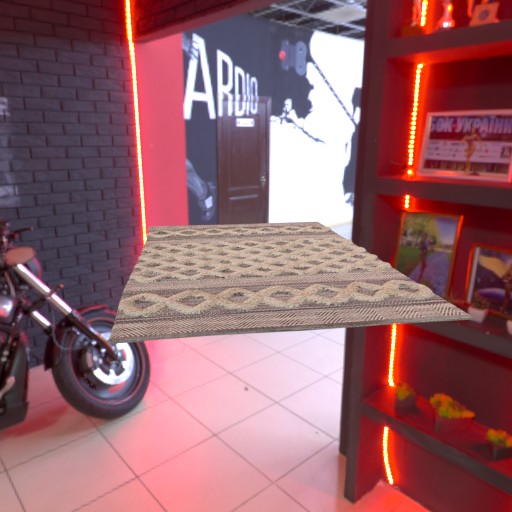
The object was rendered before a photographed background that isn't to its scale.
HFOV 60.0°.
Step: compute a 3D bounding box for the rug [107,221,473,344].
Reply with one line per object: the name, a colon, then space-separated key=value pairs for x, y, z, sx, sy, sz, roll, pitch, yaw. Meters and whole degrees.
rug: x=0.000 y=0.000 z=2.298 sx=1.222 sy=0.030 sz=1.823 roll=-2 pitch=15 yaw=-9
